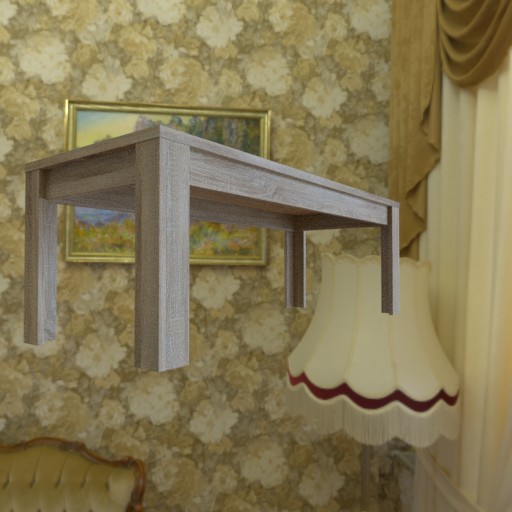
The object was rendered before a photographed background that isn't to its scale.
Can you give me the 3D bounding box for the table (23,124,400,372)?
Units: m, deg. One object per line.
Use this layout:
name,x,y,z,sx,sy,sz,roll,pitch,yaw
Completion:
table,0.000,0.000,2.556,0.900,0.790,2.200,-1,-2,37
